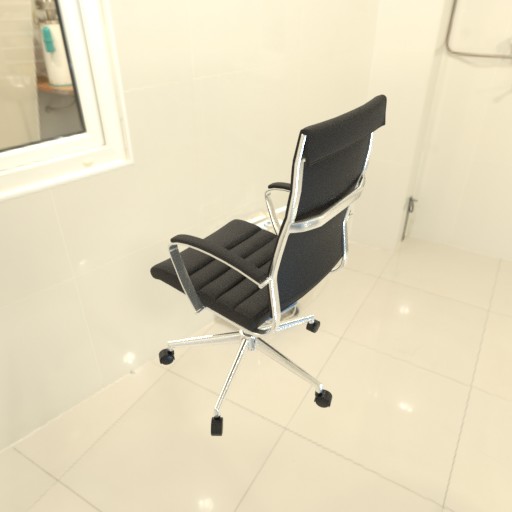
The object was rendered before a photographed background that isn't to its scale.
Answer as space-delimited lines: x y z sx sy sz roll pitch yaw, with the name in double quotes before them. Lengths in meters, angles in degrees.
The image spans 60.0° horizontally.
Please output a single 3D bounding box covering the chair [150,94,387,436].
"chair" 0.000 0.000 1.628 0.739 1.149 0.766 23 39 31
